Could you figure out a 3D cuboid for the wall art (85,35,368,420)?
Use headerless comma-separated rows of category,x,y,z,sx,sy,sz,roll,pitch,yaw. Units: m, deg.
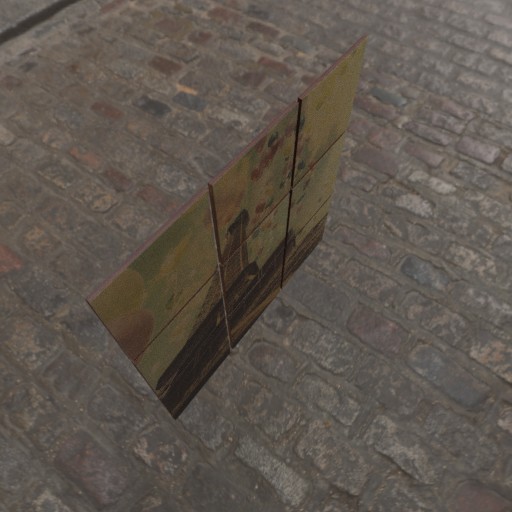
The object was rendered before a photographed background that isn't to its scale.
wall art,0.000,0.000,1.782,0.017,1.246,1.256,33,64,18
